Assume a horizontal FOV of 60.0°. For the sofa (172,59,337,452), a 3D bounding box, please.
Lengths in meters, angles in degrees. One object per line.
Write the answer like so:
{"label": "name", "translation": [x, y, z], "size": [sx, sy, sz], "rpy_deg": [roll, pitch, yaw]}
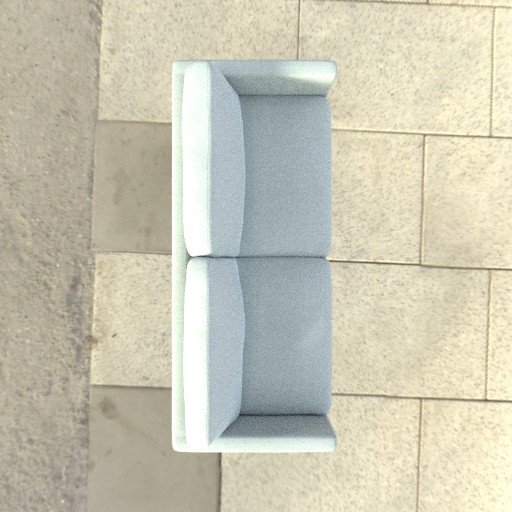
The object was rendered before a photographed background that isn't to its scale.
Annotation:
{"label": "sofa", "translation": [0.000, 0.000, 2.737], "size": [0.951, 0.965, 2.208], "rpy_deg": [0, 90, 0]}
